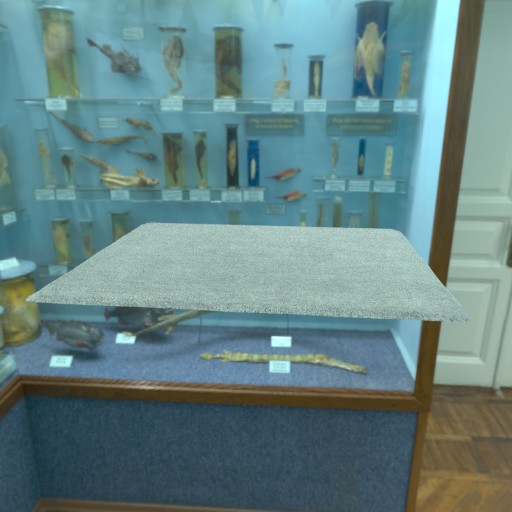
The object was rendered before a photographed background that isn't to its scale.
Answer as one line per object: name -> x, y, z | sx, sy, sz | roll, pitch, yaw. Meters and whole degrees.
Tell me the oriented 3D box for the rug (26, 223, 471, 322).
rug -> 0.000, 0.000, 3.933 | 2.933, 0.027, 2.332 | 2, 17, 6
